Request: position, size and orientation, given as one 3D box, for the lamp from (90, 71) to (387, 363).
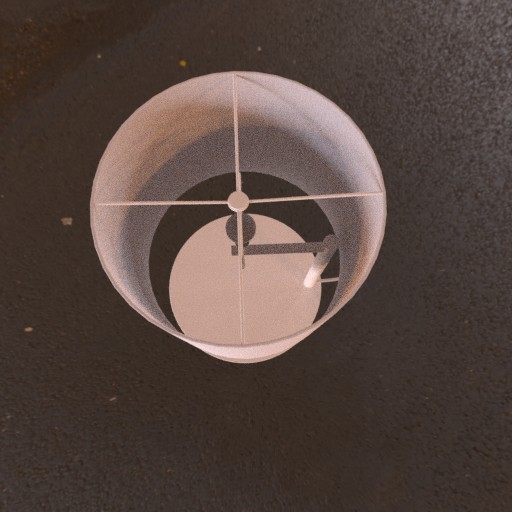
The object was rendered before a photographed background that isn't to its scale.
[{"bbox_3d":[0.000,0.000,0.667,0.341,0.454,0.299,-2,75,-1],"label":"lamp"}]
